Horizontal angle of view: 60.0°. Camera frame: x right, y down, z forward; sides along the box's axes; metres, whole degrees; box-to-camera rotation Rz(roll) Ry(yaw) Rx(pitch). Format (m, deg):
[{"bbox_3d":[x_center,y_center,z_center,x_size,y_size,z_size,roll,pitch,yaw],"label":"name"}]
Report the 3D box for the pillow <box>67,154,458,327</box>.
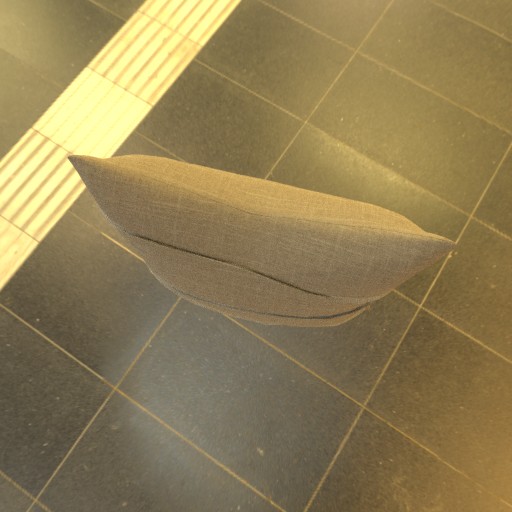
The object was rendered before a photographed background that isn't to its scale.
[{"bbox_3d":[0.000,0.000,0.638,0.424,0.400,0.169,13,75,4],"label":"pillow"}]
